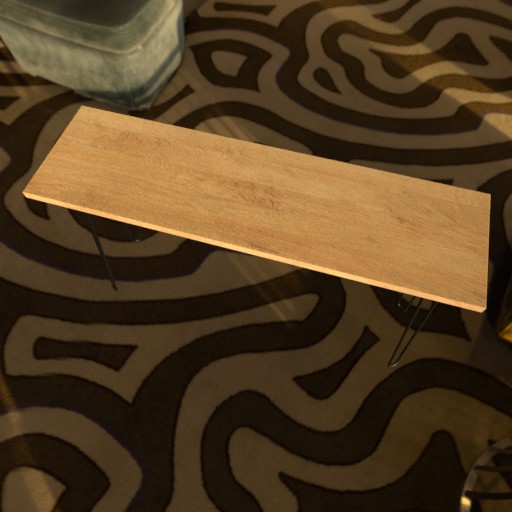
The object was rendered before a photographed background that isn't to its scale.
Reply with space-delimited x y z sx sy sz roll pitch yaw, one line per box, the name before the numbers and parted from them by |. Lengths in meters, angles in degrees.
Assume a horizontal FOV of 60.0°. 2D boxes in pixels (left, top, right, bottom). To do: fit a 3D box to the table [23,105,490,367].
table | 0.000 0.000 1.724 1.400 0.799 0.399 14 62 8
